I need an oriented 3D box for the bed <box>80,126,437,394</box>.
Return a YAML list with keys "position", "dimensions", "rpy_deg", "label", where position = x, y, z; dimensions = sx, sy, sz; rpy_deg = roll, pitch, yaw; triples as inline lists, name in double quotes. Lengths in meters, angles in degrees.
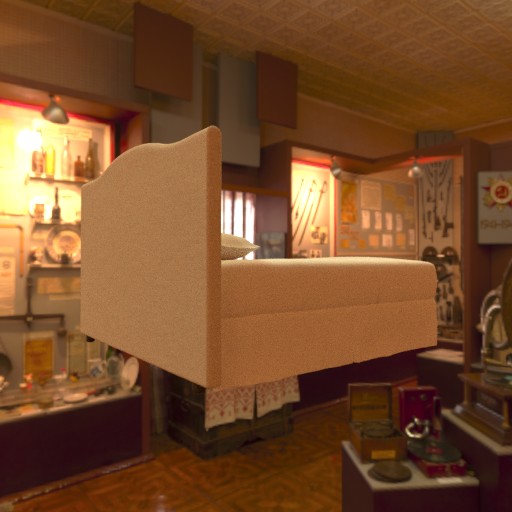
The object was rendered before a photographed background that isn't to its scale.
- position: [0.000, 0.000, 3.597]
  dimensions: [2.182, 1.421, 2.083]
  rpy_deg: [0, -1, -37]
  label: "bed"
